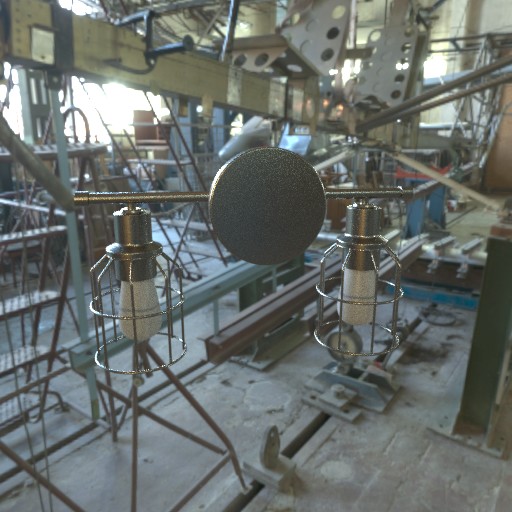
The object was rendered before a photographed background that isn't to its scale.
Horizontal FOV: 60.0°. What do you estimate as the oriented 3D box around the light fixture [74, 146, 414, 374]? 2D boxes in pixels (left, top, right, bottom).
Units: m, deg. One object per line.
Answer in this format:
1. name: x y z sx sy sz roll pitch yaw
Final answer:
1. light fixture: 0.000 0.000 0.526 0.406 0.254 0.165 -2 15 -9
